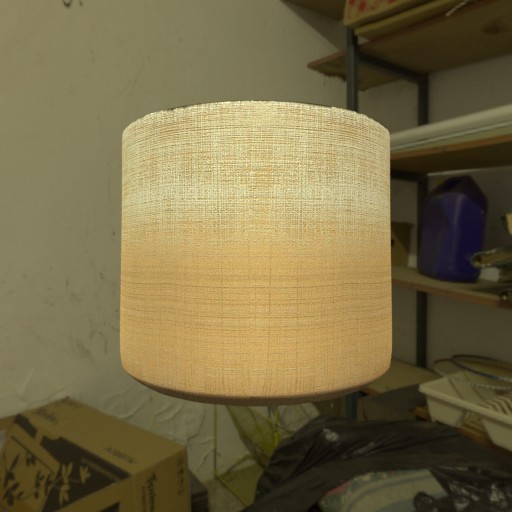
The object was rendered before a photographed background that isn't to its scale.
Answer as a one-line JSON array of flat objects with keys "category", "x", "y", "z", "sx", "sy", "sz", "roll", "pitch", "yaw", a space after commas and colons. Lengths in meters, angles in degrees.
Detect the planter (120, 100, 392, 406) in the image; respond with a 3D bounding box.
[{"category": "planter", "x": 0.000, "y": 0.000, "z": 0.432, "sx": 0.254, "sy": 0.221, "sz": 0.254, "roll": 0, "pitch": 1, "yaw": 0}]
